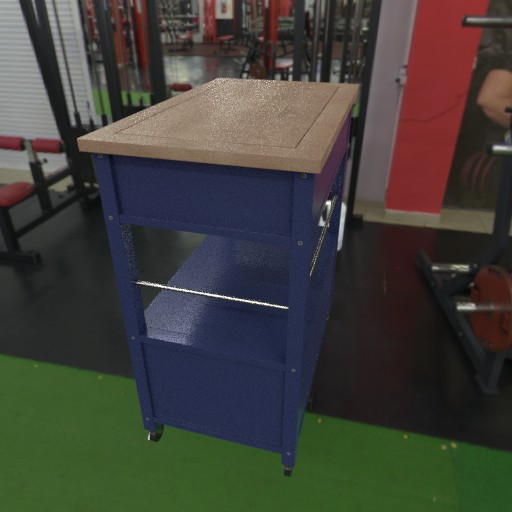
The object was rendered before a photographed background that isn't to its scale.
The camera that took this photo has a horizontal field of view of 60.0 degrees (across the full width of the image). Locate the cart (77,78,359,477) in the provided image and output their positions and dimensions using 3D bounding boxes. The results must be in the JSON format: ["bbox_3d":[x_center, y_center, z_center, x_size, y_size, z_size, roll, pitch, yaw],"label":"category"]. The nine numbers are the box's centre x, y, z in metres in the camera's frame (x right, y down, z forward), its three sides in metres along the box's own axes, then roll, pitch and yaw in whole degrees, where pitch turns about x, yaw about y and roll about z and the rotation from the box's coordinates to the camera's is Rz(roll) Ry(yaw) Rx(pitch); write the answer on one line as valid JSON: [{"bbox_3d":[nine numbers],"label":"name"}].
[{"bbox_3d":[0.000,0.000,1.345,0.459,0.901,0.840,8,31,14],"label":"cart"}]
